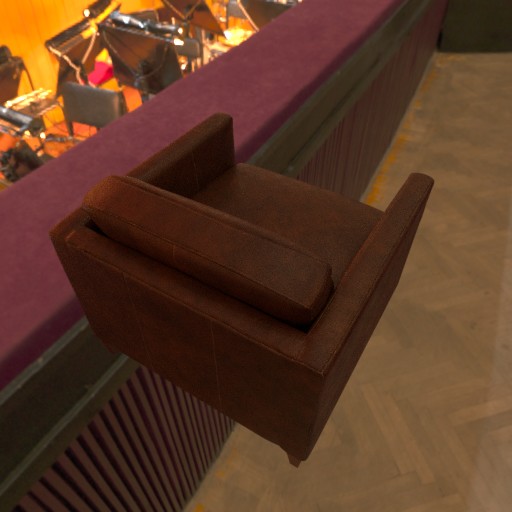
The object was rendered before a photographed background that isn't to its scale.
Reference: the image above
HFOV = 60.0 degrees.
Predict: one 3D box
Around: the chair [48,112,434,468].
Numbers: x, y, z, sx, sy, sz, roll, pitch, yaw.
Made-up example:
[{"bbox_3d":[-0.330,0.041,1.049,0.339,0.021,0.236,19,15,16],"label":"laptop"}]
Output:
[{"bbox_3d":[0.000,0.000,1.716,0.990,0.864,0.975,24,50,22],"label":"chair"}]
